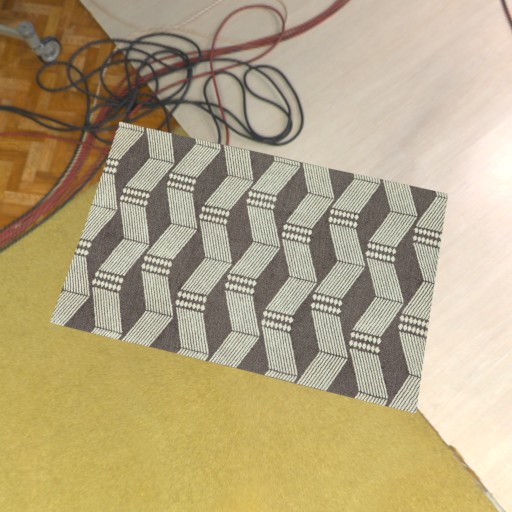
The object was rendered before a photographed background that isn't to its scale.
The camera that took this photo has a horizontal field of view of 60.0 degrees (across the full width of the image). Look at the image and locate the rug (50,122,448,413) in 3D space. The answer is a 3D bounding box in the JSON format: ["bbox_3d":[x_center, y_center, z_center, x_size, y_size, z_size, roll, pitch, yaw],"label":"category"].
[{"bbox_3d":[0.000,0.000,3.031,2.435,0.011,1.517,13,77,3],"label":"rug"}]
